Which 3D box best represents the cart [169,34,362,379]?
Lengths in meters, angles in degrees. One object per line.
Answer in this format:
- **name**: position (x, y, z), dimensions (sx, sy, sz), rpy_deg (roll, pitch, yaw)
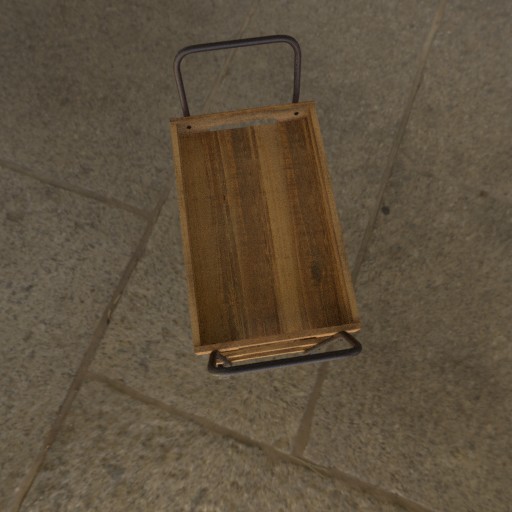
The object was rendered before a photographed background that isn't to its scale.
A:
- **cart**: position (0.000, 0.000, 1.136), dimensions (0.339, 0.857, 0.583), rpy_deg (-8, 75, -2)
